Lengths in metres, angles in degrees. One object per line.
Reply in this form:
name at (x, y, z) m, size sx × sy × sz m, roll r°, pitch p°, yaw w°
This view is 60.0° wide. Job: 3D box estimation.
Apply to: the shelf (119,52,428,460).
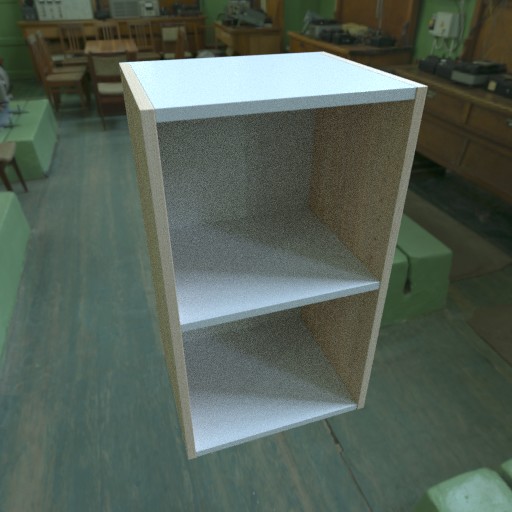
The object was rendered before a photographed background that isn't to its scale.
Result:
shelf at (0.000, 0.000, 0.774) m, size 0.350 × 0.600 × 0.290 m, roll -10°, pitch 34°, yaw -16°
